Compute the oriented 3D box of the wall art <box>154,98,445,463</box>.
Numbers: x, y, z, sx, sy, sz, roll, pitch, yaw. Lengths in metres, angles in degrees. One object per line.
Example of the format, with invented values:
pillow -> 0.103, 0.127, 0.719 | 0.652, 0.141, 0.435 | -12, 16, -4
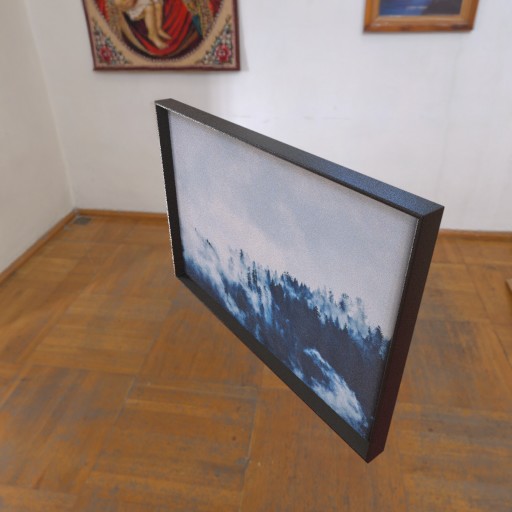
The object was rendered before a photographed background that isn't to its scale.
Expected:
wall art -> 0.000, 0.000, 1.185 | 0.058, 0.640, 0.939 | -22, 38, -30
